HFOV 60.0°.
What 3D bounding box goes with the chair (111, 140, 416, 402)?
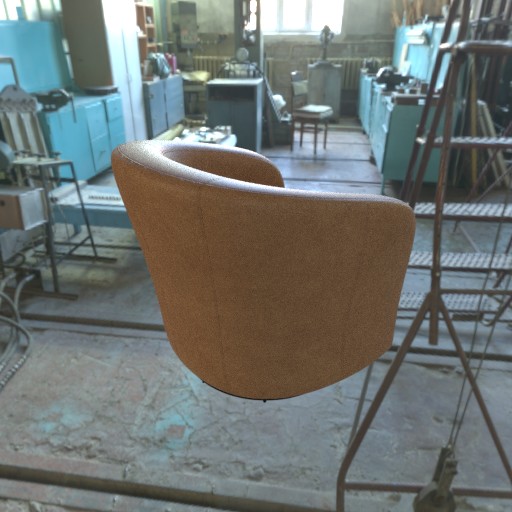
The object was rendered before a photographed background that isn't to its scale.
[{"bbox_3d":[0.000,0.000,1.477,0.815,0.771,0.791,-19,33,-32],"label":"chair"}]
